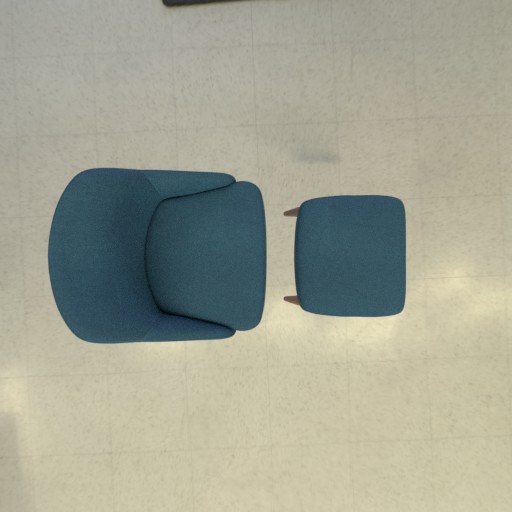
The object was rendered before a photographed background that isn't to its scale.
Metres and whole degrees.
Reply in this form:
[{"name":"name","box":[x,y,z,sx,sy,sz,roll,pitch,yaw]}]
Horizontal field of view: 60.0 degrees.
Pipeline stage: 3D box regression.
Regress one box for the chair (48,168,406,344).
[{"name":"chair","box":[0.000,0.000,1.609,1.114,0.866,0.584,0,90,0]}]
